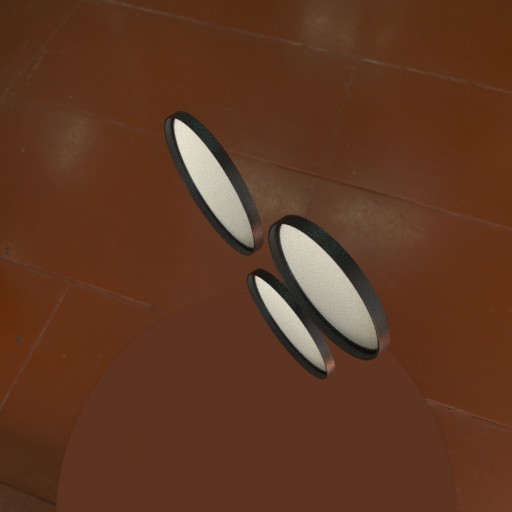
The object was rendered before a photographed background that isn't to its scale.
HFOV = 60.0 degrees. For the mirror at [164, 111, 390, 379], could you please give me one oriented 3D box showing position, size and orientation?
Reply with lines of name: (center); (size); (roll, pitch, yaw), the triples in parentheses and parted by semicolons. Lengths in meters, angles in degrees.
mirror: (0.000, 0.000, 3.224); (0.076, 2.096, 2.160); (-34, 68, -16)
